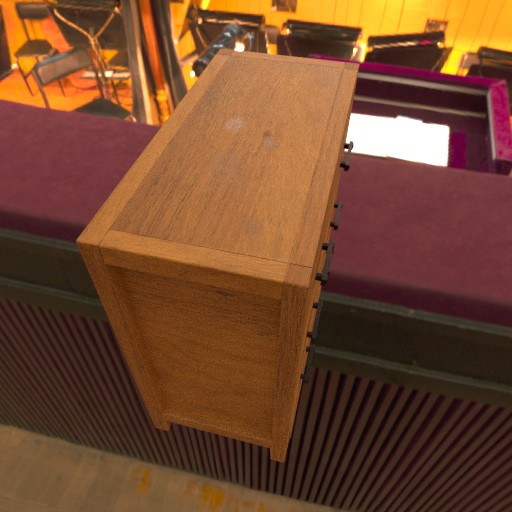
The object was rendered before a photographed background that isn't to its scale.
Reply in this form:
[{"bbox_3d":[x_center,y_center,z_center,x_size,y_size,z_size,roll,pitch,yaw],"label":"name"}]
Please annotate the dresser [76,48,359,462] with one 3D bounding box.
[{"bbox_3d":[0.000,0.000,1.269,0.427,0.804,0.804,11,48,10],"label":"dresser"}]
